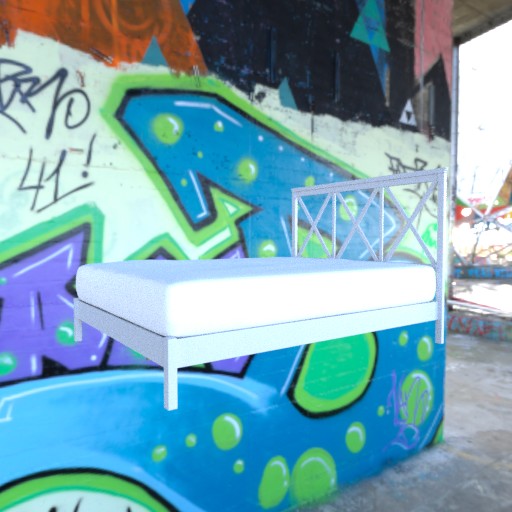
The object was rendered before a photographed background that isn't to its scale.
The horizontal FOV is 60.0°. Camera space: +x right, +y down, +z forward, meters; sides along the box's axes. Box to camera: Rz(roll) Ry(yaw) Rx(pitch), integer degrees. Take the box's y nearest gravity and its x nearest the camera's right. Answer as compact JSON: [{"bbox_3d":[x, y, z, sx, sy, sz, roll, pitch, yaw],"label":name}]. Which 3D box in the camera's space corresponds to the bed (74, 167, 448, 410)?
[{"bbox_3d":[0.000,0.000,3.203,2.135,1.253,1.673,-2,3,-36],"label":"bed"}]
